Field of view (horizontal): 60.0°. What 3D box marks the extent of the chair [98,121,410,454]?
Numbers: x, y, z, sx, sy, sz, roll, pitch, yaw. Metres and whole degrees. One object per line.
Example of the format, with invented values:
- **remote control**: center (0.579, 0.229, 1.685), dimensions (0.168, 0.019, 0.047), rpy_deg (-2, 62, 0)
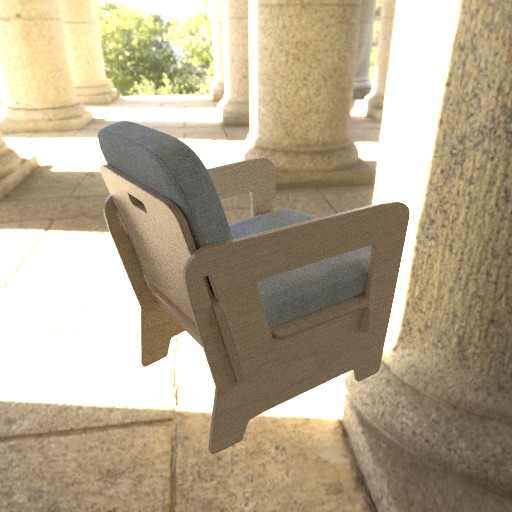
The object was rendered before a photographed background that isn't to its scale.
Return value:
- **chair**: center (0.000, 0.000, 1.297), dimensions (0.710, 0.800, 0.590), rpy_deg (-19, 32, -33)
